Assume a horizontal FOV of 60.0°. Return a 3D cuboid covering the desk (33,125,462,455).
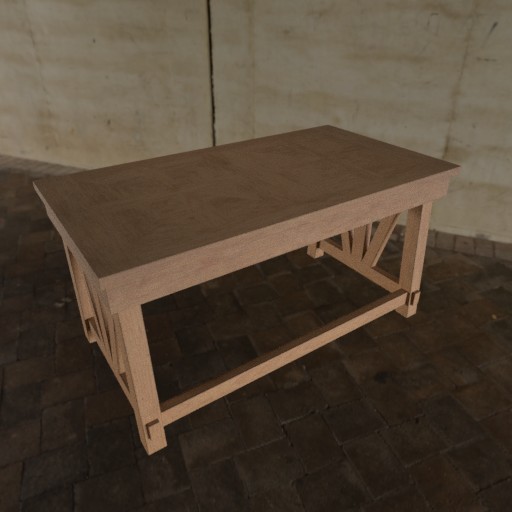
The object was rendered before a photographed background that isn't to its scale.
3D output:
[{"bbox_3d":[0.000,0.000,1.949,1.499,0.762,0.813,-19,36,-29],"label":"desk"}]
